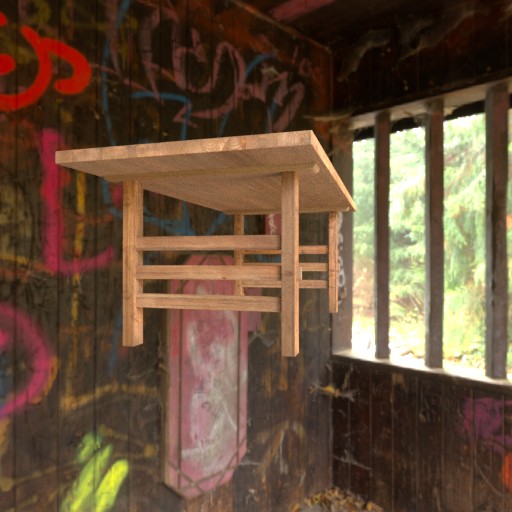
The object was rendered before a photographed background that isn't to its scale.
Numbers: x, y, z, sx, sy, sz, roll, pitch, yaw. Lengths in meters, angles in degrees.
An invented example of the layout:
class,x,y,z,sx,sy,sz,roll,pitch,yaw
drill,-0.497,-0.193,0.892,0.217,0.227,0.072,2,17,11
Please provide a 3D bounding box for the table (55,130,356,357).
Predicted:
class,x,y,z,sx,sy,sz,roll,pitch,yaw
table,0.000,0.000,2.455,0.952,0.760,2.003,0,0,16
